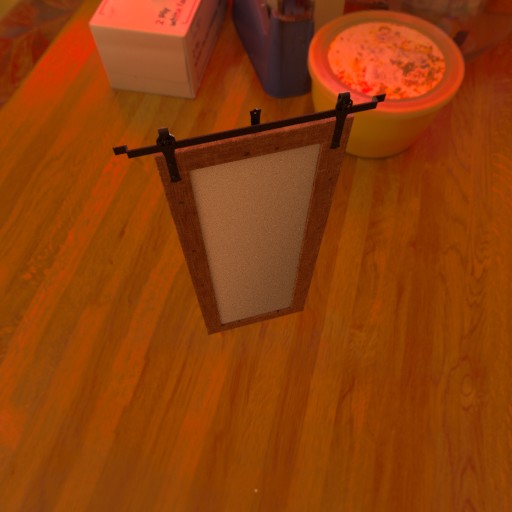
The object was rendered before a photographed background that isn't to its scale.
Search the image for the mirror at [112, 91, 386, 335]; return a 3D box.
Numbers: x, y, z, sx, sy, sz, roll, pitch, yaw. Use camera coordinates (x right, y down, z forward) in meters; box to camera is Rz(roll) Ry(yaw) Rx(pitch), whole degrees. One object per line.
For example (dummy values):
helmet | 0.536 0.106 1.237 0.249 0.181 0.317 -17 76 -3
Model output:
mirror | 0.000 0.000 2.062 0.847 1.793 0.042 -13 63 -7
